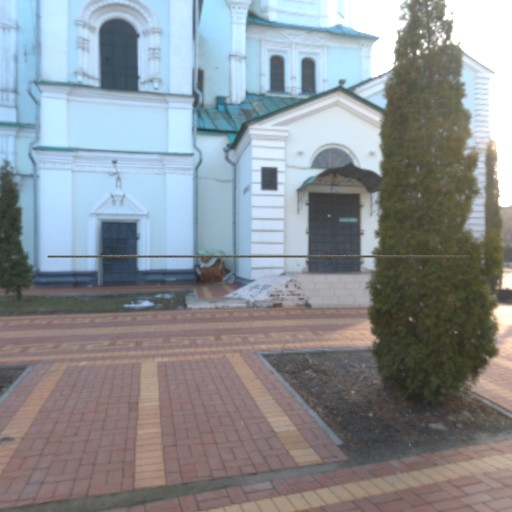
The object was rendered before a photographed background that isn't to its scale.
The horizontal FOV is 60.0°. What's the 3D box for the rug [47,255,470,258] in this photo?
[{"bbox_3d":[0.000,0.000,4.086,2.471,0.012,3.034,0,0,-1],"label":"rug"}]
